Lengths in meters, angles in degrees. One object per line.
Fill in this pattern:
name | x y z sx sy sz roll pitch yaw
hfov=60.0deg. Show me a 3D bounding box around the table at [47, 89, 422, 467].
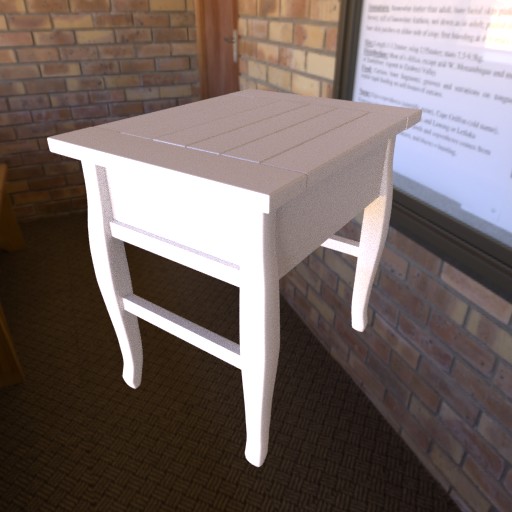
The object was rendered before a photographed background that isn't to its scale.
table | 0.000 0.000 1.011 0.463 0.605 0.599 19 35 30
